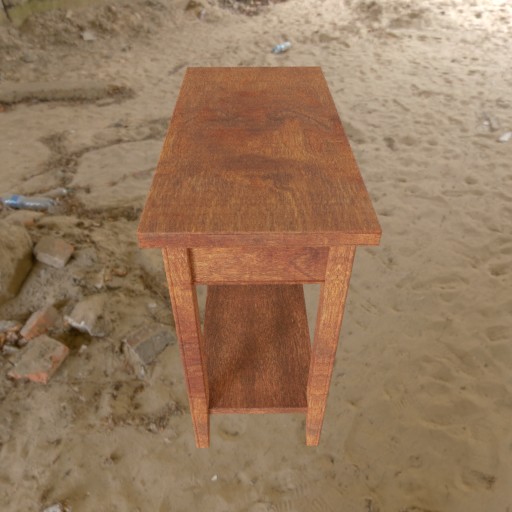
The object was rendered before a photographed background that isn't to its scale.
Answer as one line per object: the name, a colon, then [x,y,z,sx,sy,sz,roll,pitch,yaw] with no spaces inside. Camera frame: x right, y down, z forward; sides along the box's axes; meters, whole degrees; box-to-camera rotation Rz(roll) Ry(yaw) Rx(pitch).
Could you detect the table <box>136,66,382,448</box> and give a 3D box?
table: [0.000,0.000,0.976,0.305,0.610,0.610,-1,41,-1]
